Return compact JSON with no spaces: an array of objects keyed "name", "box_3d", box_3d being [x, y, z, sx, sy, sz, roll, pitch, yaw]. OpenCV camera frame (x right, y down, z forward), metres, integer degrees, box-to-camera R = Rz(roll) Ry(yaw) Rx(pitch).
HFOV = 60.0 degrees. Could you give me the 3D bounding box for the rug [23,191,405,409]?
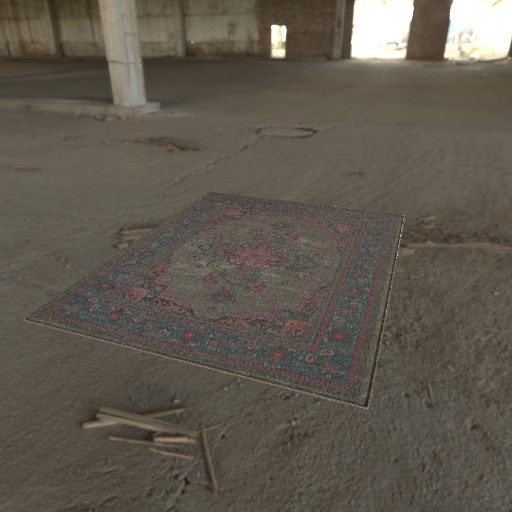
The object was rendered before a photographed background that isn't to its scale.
[{"name":"rug","box_3d":[0.000,0.000,4.062,2.434,0.013,3.057,9,28,18]}]
